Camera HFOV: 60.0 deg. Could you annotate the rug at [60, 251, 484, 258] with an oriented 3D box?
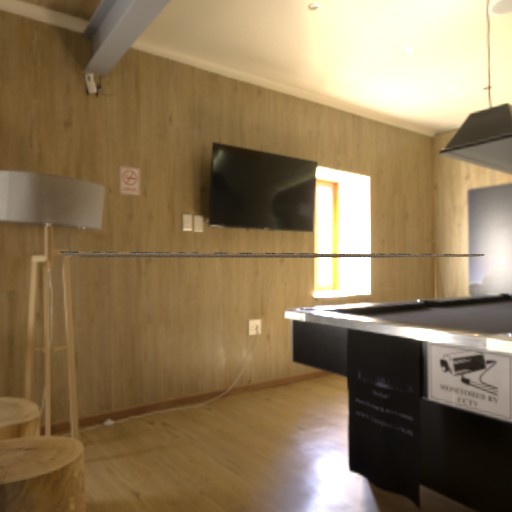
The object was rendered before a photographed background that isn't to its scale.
[{"bbox_3d":[0.000,0.000,2.319,1.830,0.011,1.209,0,-1,-20],"label":"rug"}]
